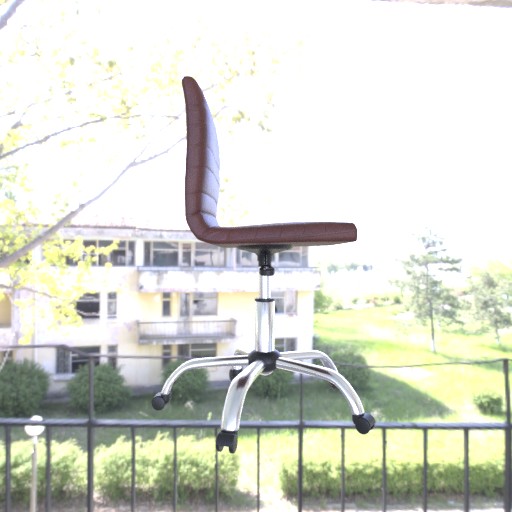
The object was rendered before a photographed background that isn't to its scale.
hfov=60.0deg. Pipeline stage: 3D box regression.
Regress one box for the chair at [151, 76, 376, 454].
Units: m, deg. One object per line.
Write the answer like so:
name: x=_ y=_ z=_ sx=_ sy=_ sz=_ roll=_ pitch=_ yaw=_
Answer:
chair: x=0.000 y=0.000 z=1.138 sx=0.530 sy=0.780 sz=0.556 roll=0 pitch=0 yaw=0
